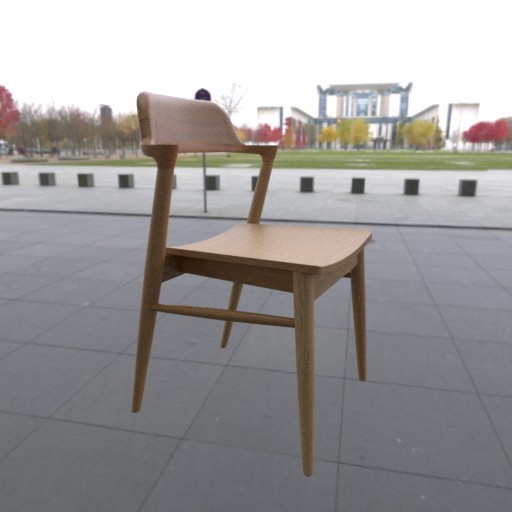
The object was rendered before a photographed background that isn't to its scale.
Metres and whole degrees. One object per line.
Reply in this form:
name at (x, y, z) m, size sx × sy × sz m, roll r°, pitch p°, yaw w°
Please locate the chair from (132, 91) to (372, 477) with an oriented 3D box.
chair at (0.000, 0.000, 1.129) m, size 0.499 × 0.792 × 0.512 m, roll 7°, pitch 16°, yaw 27°
